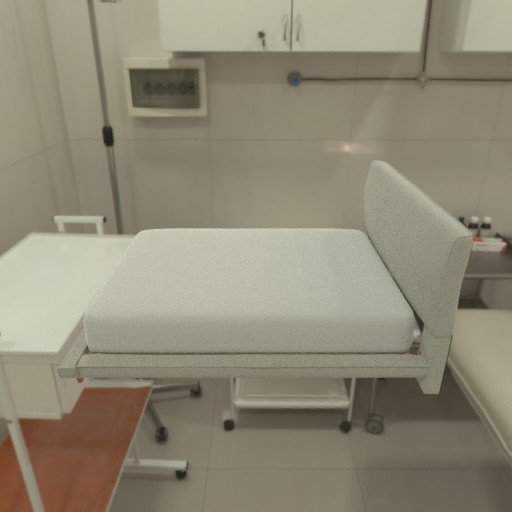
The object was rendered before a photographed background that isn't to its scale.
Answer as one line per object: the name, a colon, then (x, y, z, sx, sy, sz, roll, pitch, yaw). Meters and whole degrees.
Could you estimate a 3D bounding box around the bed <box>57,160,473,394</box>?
bed: (0.000, 0.000, 3.332, 2.368, 1.067, 1.840, 0, 24, 0)
